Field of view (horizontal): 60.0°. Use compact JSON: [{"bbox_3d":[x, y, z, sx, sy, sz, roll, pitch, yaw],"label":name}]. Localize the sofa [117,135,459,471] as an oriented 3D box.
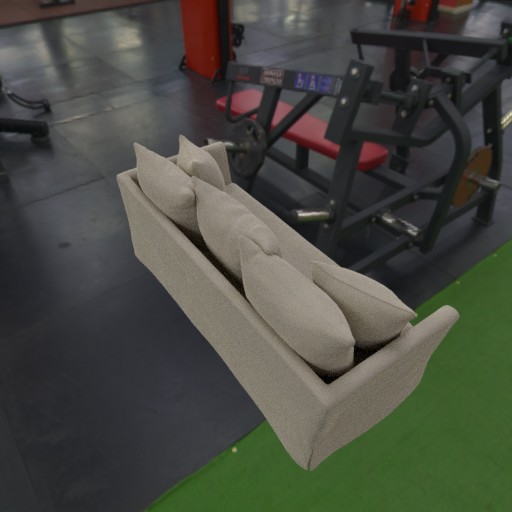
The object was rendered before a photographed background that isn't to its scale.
[{"bbox_3d":[0.000,0.000,3.122,1.046,1.047,2.499,-25,47,-26],"label":"sofa"}]
